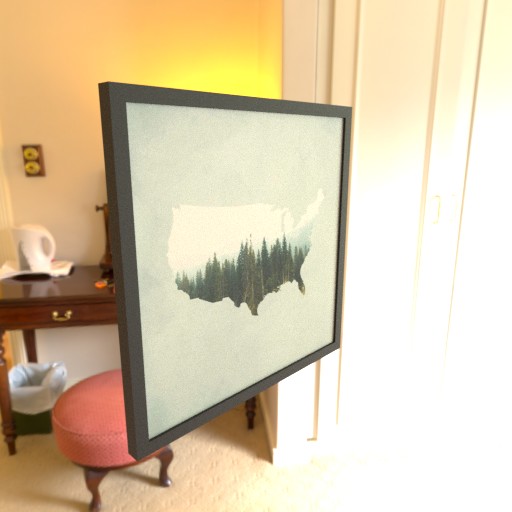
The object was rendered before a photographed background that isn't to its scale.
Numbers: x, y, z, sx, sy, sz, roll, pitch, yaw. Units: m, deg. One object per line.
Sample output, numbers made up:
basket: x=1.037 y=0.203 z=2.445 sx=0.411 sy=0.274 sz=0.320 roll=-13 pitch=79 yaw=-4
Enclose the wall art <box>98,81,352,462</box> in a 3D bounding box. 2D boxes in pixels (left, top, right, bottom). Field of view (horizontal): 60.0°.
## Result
wall art: x=0.000 y=0.000 z=1.130 sx=0.038 sy=0.763 sz=0.763 roll=14 pitch=19 yaw=43
